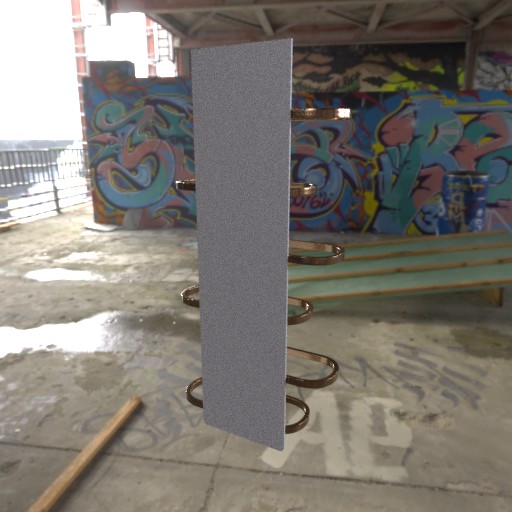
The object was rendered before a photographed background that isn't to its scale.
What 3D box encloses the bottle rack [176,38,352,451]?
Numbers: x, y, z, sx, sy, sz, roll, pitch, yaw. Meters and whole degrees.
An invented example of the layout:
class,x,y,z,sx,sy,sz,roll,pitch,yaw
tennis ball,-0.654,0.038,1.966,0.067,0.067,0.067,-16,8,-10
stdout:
class,x,y,z,sx,sy,sz,roll,pitch,yaw
bottle rack,0.000,0.000,0.830,0.332,0.709,0.118,8,17,28
